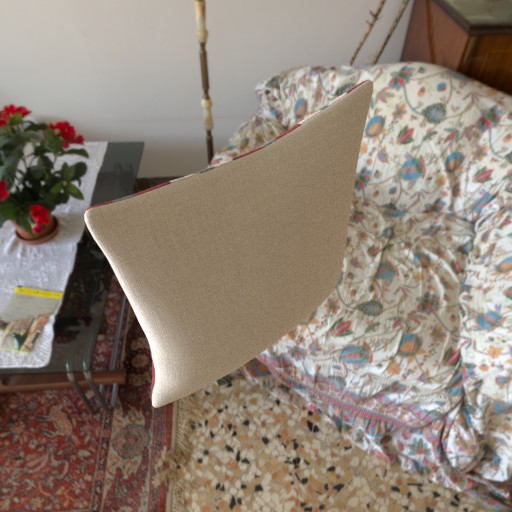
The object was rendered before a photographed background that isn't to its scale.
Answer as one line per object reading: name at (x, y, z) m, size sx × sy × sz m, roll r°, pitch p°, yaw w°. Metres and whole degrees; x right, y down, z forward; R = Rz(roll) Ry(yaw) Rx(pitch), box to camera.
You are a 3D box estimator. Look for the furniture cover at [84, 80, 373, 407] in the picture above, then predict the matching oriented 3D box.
furniture cover at (0.000, 0.000, 0.665) m, size 0.435 × 0.420 × 0.145 m, roll -31°, pitch 54°, yaw -26°
